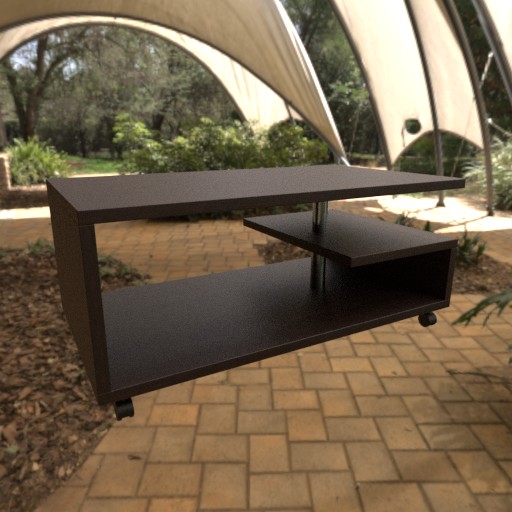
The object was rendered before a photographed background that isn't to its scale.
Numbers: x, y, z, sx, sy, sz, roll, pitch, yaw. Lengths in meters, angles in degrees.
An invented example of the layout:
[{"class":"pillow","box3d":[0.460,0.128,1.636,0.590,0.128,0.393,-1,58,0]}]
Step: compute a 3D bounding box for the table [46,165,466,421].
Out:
[{"class":"table","box3d":[0.000,0.000,1.332,1.050,0.460,0.590,-9,18,-28]}]
